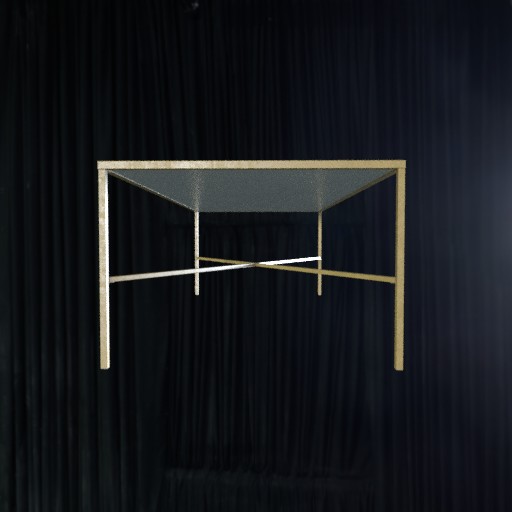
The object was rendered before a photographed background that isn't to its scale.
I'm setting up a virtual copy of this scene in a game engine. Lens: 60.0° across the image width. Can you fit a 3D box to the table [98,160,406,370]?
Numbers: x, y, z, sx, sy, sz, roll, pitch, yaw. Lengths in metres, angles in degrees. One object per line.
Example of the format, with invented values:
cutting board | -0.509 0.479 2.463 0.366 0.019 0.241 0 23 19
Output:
table | 0.000 0.000 1.443 0.580 0.398 1.206 0 2 1
